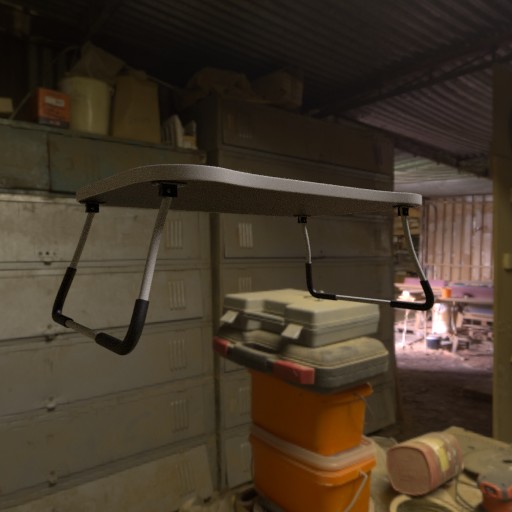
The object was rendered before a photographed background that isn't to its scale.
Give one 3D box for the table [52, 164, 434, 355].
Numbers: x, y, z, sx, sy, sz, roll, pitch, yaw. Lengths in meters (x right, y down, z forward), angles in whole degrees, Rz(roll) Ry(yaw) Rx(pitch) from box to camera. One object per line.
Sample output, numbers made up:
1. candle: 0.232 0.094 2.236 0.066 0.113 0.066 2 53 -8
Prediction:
1. table: 0.000 0.000 0.852 0.660 0.232 0.400 -1 1 -37
